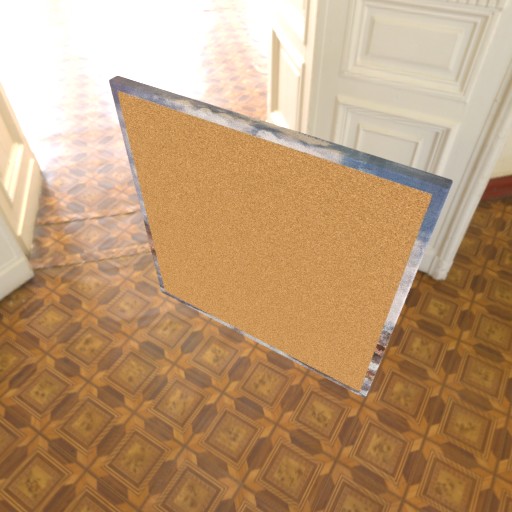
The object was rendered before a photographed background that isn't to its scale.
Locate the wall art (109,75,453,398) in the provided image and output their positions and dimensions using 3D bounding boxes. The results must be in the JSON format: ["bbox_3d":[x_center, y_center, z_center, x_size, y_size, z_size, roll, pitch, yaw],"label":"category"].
[{"bbox_3d":[0.000,0.000,1.530,1.010,1.020,0.040,24,51,21],"label":"wall art"}]
